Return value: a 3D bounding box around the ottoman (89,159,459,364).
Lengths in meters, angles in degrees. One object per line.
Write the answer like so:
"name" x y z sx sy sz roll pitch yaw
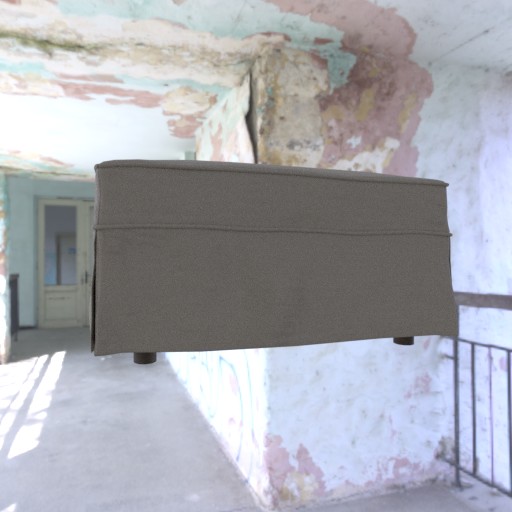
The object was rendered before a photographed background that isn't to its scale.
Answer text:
"ottoman" 0.000 0.000 1.340 0.944 0.479 0.703 0 0 -18
